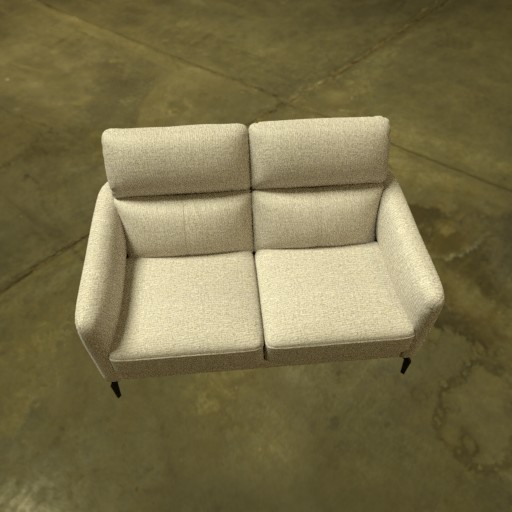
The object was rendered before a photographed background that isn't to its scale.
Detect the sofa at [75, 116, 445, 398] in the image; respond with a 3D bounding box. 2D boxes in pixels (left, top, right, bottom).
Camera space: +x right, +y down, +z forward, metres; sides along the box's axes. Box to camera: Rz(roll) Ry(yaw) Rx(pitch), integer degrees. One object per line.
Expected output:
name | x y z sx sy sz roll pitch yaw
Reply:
sofa | 0.000 0.000 2.105 1.540 0.950 0.905 -4 47 -4
